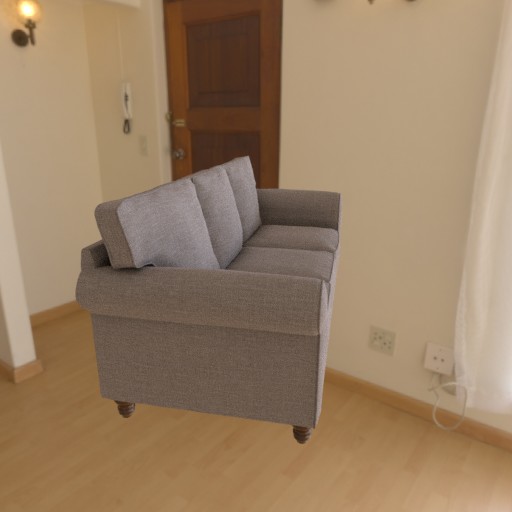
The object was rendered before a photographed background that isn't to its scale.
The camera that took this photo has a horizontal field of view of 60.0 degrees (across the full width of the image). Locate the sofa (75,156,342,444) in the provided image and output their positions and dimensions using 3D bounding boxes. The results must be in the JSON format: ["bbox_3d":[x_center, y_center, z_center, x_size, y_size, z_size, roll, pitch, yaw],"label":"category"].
[{"bbox_3d":[0.000,0.000,2.520,0.916,0.961,2.084,4,18,12],"label":"sofa"}]
